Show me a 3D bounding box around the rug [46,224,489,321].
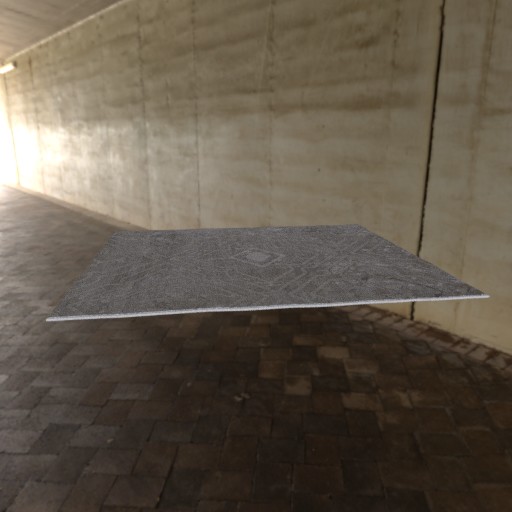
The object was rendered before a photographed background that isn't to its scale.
[{"bbox_3d":[0.000,0.000,0.888,0.639,0.006,0.548,-2,16,-8],"label":"rug"}]
